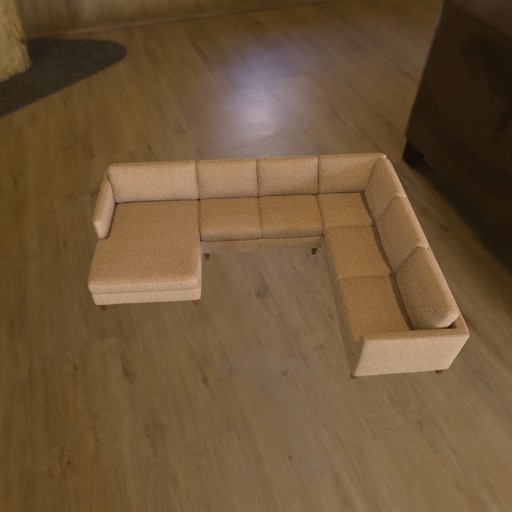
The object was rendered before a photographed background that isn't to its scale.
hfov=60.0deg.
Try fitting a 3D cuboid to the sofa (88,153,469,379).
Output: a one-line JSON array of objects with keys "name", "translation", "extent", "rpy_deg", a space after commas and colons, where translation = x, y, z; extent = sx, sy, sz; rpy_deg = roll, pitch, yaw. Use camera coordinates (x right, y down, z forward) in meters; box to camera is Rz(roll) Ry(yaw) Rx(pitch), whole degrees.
[{"name": "sofa", "translation": [0.000, 0.000, 4.592], "extent": [3.403, 0.889, 2.551], "rpy_deg": [-3, 47, -3]}]
